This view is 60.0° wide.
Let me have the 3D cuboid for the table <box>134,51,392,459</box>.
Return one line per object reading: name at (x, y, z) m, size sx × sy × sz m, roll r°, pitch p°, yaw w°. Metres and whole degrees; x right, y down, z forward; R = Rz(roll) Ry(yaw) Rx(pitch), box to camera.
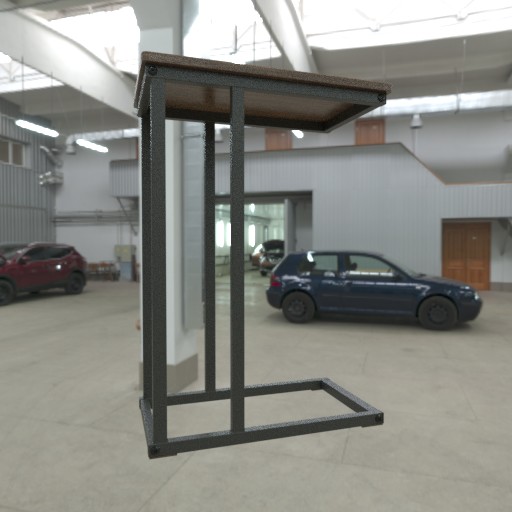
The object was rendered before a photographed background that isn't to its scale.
table at (0.000, 0.000, 0.874) m, size 0.450 × 0.637 × 0.254 m, roll -1°, pitch 2°, yaw -18°
